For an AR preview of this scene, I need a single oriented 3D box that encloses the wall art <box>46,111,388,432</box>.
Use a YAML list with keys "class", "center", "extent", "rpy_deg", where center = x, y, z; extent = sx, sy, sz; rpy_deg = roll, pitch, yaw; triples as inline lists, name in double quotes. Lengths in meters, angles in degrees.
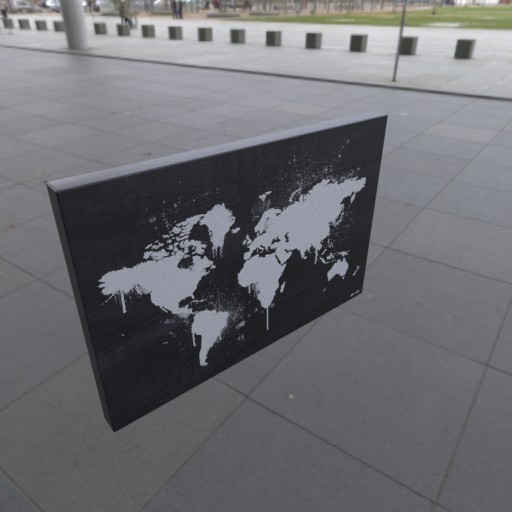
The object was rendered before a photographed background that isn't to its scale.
- class: "wall art"
  center: [0.000, 0.000, 0.778]
  extent: [0.610, 0.409, 0.038]
  rpy_deg: [-22, 37, -33]
